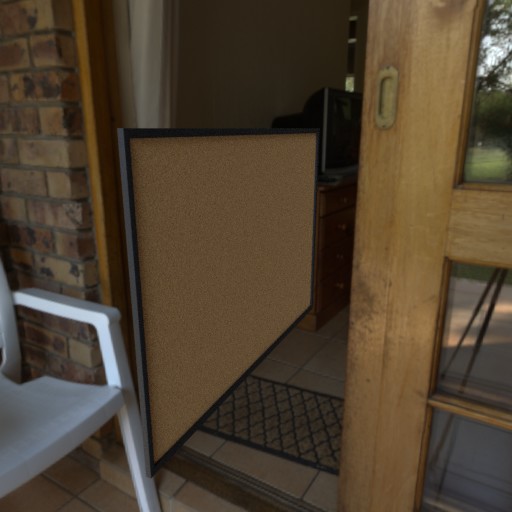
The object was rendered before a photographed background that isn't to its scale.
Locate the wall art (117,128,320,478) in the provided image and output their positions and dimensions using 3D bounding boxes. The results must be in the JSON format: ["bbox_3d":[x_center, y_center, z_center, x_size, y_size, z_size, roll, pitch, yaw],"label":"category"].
[{"bbox_3d":[0.000,0.000,1.201,0.013,0.665,0.963,8,18,25],"label":"wall art"}]
